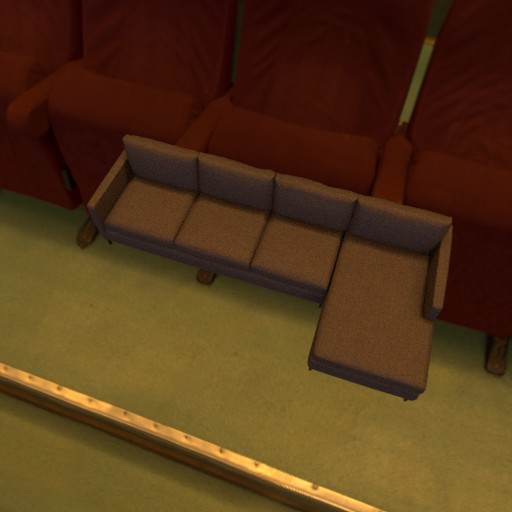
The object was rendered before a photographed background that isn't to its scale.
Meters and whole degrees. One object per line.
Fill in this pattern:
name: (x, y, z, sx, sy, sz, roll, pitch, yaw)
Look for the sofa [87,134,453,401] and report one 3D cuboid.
sofa: (0.000, 0.000, 3.964, 3.221, 0.892, 1.483, 16, 60, 10)
